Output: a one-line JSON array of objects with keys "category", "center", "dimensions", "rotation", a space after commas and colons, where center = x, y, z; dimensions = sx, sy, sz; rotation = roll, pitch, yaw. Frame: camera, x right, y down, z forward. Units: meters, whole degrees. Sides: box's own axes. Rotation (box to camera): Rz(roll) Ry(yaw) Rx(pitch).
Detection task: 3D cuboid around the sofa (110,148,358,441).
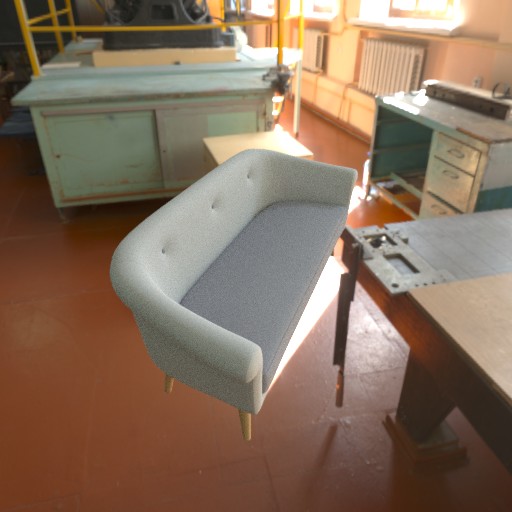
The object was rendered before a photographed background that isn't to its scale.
[{"category": "sofa", "center": [0.000, 0.000, 2.609], "dimensions": [0.827, 0.795, 2.160], "rotation": [11, 32, 18]}]
